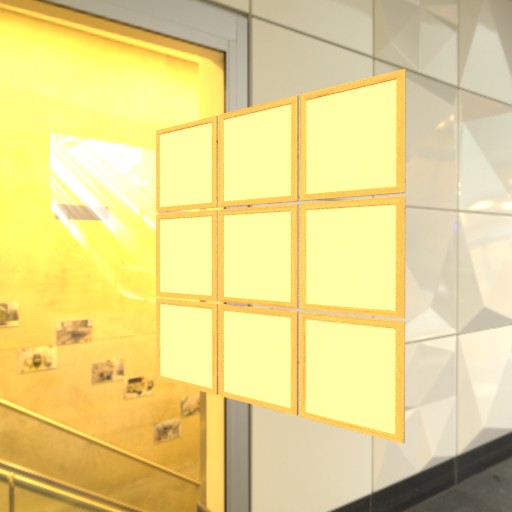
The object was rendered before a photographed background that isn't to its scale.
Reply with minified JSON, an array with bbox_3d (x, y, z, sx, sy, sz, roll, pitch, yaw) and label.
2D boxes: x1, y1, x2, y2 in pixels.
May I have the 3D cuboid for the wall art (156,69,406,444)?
[{"bbox_3d":[0.000,0.000,1.809,1.214,1.219,0.013,0,1,37],"label":"wall art"}]
